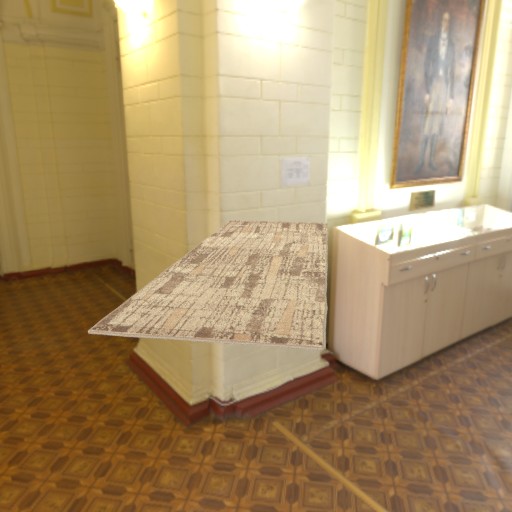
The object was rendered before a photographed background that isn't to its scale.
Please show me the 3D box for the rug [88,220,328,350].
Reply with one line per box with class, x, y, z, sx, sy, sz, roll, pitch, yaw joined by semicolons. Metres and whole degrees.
rug;0.000;0.000;2.663;0.857;0.018;2.383;2;15;9
